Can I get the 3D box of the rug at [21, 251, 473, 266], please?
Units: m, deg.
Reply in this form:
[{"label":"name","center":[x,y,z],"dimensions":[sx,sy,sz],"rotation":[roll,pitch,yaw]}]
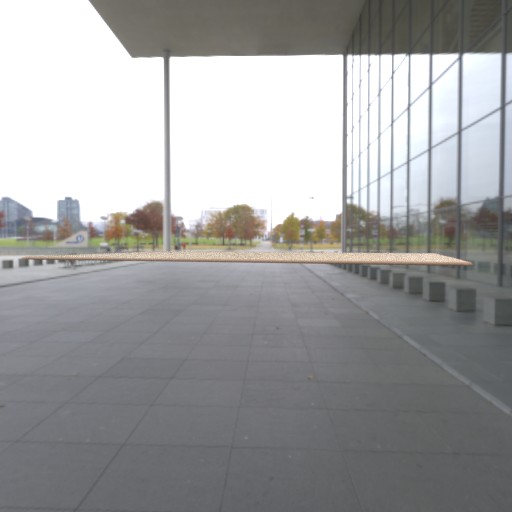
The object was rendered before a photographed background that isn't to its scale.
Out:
[{"label":"rug","center":[0.000,0.000,2.058],"dimensions":[1.668,0.012,1.061],"rotation":[1,2,17]}]
